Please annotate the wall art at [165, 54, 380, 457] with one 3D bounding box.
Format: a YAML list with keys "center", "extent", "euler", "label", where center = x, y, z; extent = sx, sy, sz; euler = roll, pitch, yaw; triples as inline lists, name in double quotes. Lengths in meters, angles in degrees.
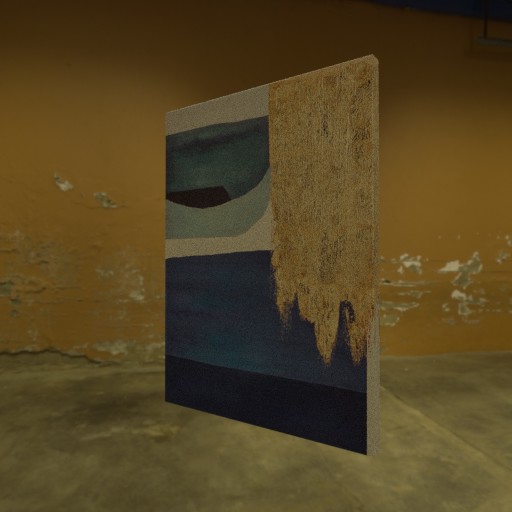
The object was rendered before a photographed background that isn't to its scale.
- center: [0.000, 0.000, 0.818]
  extent: [0.458, 0.613, 0.026]
  euler: [-1, -1, 36]
  label: "wall art"
